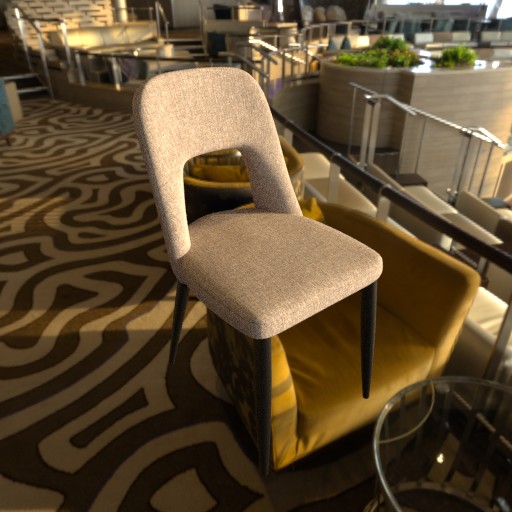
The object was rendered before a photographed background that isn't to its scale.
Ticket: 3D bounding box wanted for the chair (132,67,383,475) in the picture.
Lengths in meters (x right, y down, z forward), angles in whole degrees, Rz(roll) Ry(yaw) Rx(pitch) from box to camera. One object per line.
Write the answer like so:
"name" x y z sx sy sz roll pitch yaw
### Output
"chair" 0.000 0.000 1.258 0.470 0.931 0.612 -22 37 -32
